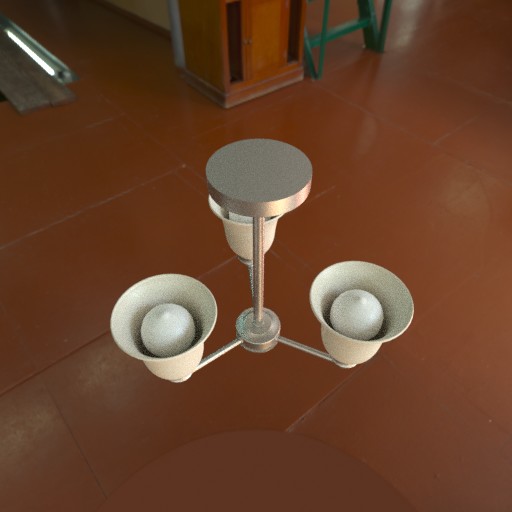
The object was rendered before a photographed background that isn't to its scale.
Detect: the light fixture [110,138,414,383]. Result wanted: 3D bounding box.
[{"bbox_3d":[0.000,0.000,0.661,0.388,0.370,0.354,-4,47,-4],"label":"light fixture"}]
